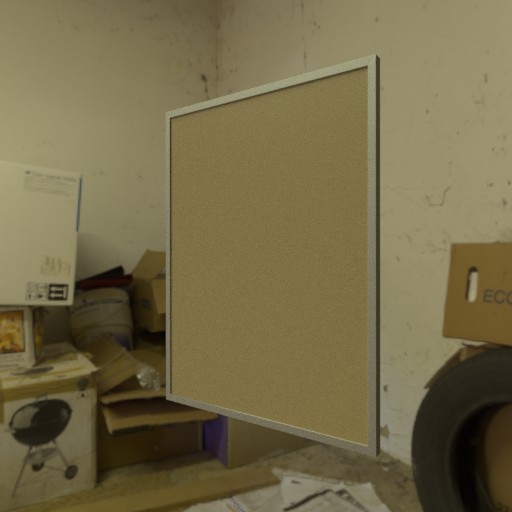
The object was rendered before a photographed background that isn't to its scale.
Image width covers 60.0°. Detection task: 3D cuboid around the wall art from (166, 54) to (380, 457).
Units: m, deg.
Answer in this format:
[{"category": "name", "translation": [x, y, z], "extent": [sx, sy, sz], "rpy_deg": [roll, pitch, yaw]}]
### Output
[{"category": "wall art", "translation": [0.000, 0.000, 1.390], "extent": [0.789, 1.042, 0.034], "rpy_deg": [0, 0, 36]}]
